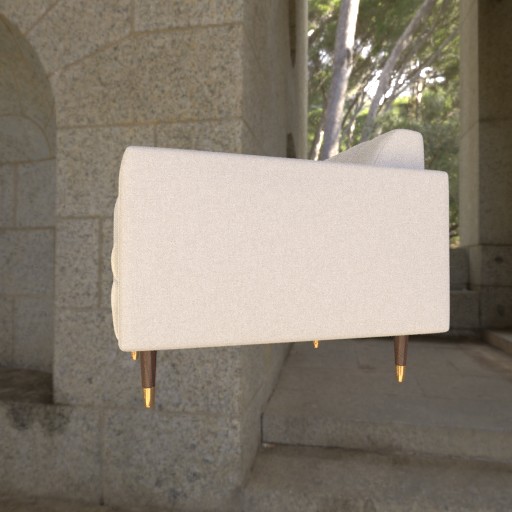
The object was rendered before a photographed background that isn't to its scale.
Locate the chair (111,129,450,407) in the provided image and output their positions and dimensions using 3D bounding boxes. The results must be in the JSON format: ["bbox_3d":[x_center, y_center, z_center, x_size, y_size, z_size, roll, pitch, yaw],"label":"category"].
[{"bbox_3d":[0.000,0.000,1.612,0.998,0.819,0.953,0,-1,-19],"label":"chair"}]
